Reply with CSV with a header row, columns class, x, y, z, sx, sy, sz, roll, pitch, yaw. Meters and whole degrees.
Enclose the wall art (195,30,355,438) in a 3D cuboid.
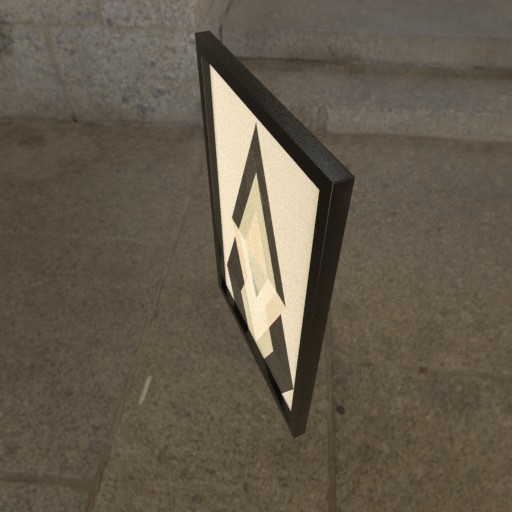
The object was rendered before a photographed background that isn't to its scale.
class,x,y,z,sx,sy,sz,roll,pitch,yaw
wall art,0.000,0.000,0.580,0.019,0.455,0.314,-17,49,-16
